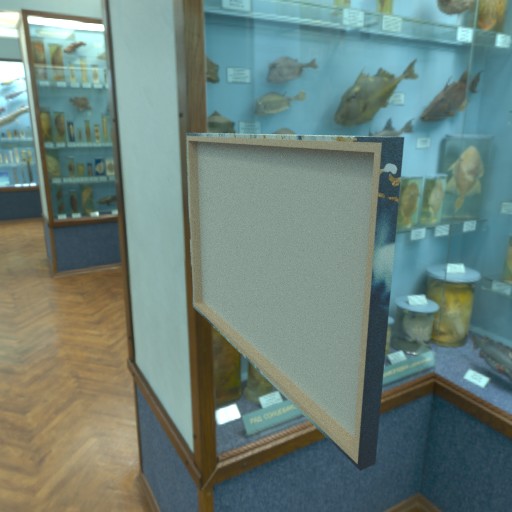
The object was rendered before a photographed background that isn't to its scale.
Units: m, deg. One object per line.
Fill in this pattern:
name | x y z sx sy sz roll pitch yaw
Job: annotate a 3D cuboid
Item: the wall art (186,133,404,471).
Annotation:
wall art | 0.000 0.000 1.149 0.038 0.608 0.912 -8 18 -27
